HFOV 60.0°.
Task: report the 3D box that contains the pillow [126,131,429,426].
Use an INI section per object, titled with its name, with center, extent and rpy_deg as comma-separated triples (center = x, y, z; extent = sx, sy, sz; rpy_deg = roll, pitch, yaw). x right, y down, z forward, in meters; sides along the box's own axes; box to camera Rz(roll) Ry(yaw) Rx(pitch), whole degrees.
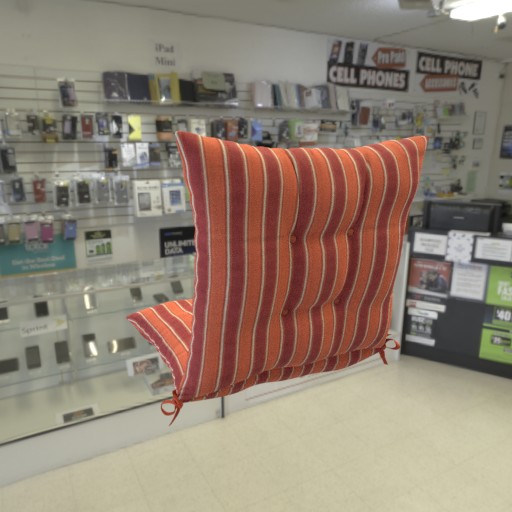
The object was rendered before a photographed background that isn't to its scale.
[pillow]
center = 0.000, 0.000, 1.018
extent = 0.541, 0.536, 0.585
rpy_deg = -7, 16, -26
